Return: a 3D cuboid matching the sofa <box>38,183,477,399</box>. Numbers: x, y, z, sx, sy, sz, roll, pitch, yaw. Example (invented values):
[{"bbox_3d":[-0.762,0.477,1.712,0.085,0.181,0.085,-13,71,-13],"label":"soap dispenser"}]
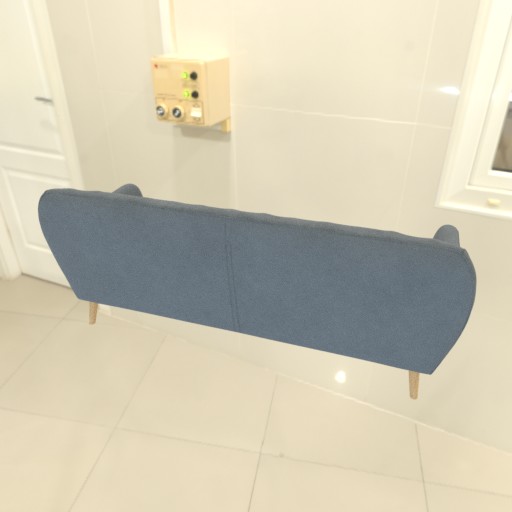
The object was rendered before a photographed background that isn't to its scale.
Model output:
[{"bbox_3d":[0.000,0.000,2.330,1.975,0.832,0.841,9,32,15],"label":"sofa"}]
